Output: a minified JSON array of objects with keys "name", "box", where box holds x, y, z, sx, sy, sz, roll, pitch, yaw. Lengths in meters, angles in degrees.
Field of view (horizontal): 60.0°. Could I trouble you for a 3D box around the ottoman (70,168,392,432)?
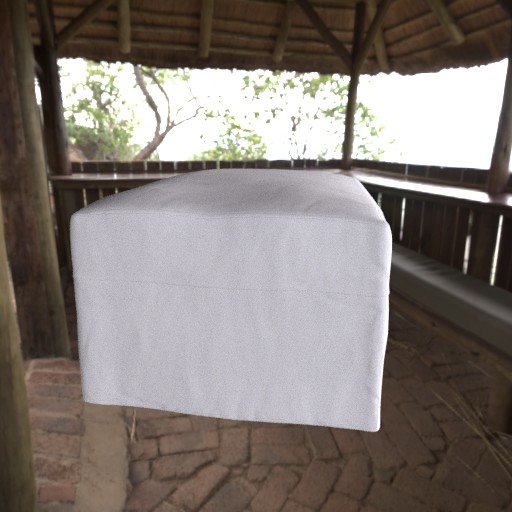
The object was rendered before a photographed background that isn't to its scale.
[{"name":"ottoman","box":[0.000,0.000,1.183,0.590,0.444,0.872,2,15,9]}]
